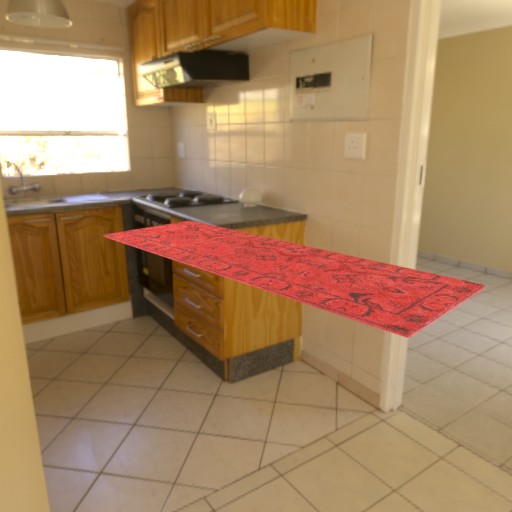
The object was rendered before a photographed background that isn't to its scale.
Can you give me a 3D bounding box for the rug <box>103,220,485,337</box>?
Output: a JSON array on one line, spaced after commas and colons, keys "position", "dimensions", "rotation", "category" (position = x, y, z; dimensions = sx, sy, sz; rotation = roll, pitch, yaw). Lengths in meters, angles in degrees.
[{"position": [0.000, 0.000, 2.772], "dimensions": [0.813, 0.018, 2.439], "rotation": [-15, 21, -43], "category": "rug"}]
